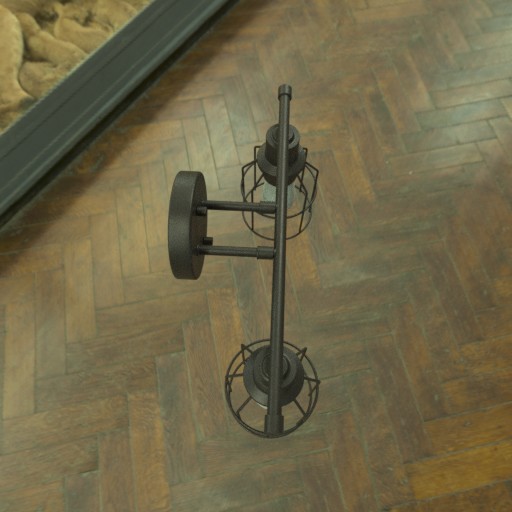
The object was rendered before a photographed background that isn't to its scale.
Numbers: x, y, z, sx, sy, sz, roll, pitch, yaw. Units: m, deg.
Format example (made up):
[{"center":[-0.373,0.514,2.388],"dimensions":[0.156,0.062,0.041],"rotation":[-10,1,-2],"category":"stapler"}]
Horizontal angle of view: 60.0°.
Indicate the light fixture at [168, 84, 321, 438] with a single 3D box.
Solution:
[{"center":[0.000,0.000,0.539],"dimensions":[0.165,0.254,0.406],"rotation":[3,65,1],"category":"light fixture"}]
